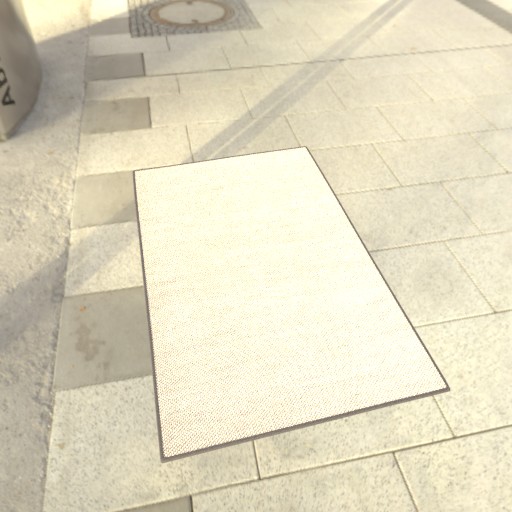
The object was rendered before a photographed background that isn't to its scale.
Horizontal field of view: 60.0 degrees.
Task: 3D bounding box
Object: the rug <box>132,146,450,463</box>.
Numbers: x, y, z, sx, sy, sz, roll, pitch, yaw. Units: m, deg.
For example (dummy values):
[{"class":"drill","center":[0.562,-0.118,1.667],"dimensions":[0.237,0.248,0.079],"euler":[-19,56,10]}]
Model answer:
[{"class":"rug","center":[0.000,0.000,2.101],"dimensions":[1.067,0.013,1.676],"euler":[-10,47,-10]}]
